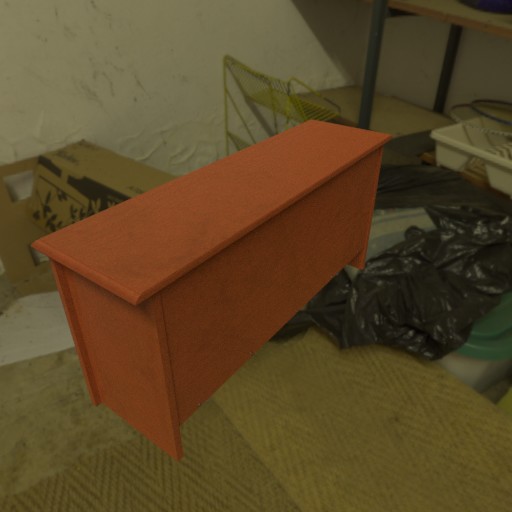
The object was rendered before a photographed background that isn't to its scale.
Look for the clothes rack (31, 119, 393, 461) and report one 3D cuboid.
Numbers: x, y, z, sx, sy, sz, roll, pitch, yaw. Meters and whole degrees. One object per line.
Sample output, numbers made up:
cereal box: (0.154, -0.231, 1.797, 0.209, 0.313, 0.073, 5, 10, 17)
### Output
clothes rack: (0.000, 0.000, 1.504, 0.362, 0.594, 1.251, 22, 39, 30)
